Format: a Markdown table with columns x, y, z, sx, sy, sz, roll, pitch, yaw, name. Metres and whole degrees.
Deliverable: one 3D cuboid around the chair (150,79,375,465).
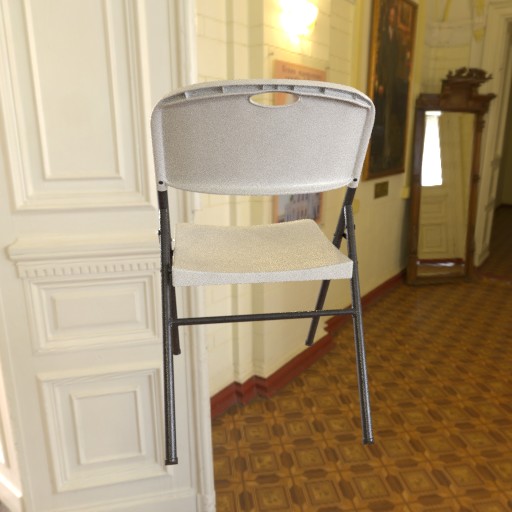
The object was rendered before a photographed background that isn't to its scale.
| x | y | z | sx | sy | sz | roll | pitch | yaw | name |
| --- | --- | --- | --- | --- | --- | --- | --- | --- | --- |
| 0.000 | 0.000 | 1.172 | 0.494 | 0.810 | 0.566 | -2 | 15 | -8 | chair |
